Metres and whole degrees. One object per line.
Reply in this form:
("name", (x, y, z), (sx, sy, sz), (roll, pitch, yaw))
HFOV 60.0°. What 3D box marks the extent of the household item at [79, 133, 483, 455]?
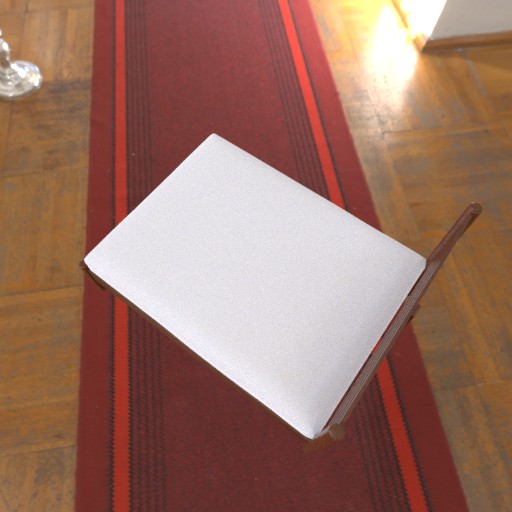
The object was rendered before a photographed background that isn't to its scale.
("household item", (0.000, 0.000, 3.286), (2.232, 1.356, 1.663), (34, 68, 16))
